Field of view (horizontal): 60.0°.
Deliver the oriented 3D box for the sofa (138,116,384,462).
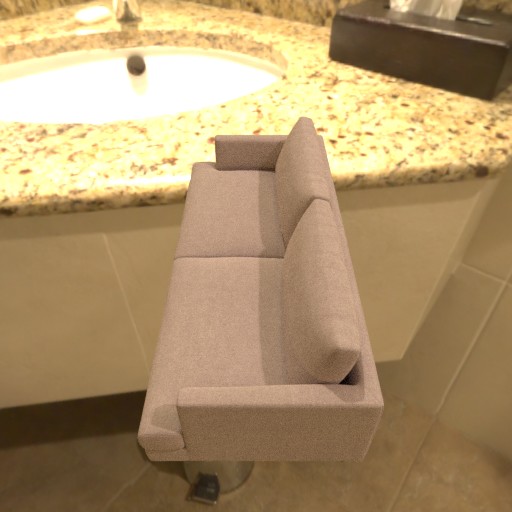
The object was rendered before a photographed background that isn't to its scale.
[{"bbox_3d":[0.000,0.000,2.693,1.020,0.868,2.250,0,43,0],"label":"sofa"}]
